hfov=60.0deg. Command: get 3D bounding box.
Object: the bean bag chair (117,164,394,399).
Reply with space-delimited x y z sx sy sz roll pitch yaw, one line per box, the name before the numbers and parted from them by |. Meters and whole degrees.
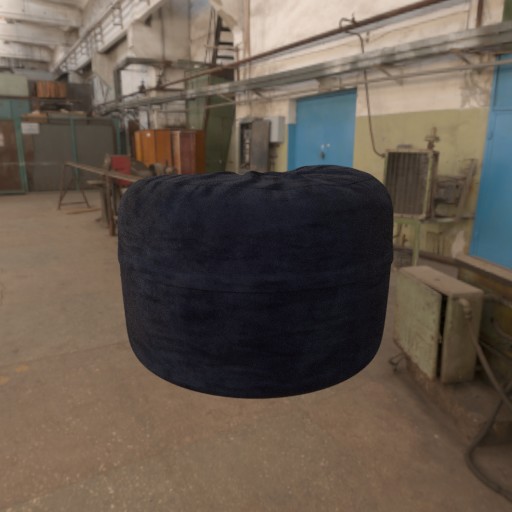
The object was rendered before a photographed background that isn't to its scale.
bean bag chair | 0.000 0.000 1.548 0.918 0.616 0.918 0 15 0
